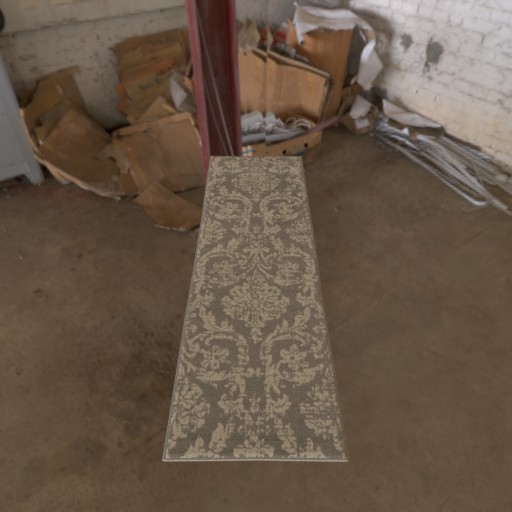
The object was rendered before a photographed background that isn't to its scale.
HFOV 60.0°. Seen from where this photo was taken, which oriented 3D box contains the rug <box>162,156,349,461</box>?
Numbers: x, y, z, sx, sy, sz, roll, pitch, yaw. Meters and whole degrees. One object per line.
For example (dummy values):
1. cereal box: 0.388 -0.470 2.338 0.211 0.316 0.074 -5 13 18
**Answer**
1. rug: 0.000 0.000 2.392 0.662 0.011 2.196 0 41 0
